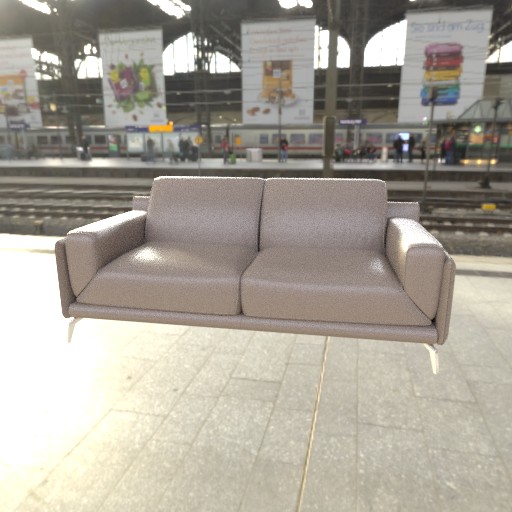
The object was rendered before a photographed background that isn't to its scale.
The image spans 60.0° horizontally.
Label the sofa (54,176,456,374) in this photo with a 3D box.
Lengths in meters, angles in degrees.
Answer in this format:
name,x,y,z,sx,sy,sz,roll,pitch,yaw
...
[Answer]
name,x,y,z,sx,sy,sz,roll,pitch,yaw
sofa,0.000,0.000,2.707,2.101,0.930,1.049,3,14,10
